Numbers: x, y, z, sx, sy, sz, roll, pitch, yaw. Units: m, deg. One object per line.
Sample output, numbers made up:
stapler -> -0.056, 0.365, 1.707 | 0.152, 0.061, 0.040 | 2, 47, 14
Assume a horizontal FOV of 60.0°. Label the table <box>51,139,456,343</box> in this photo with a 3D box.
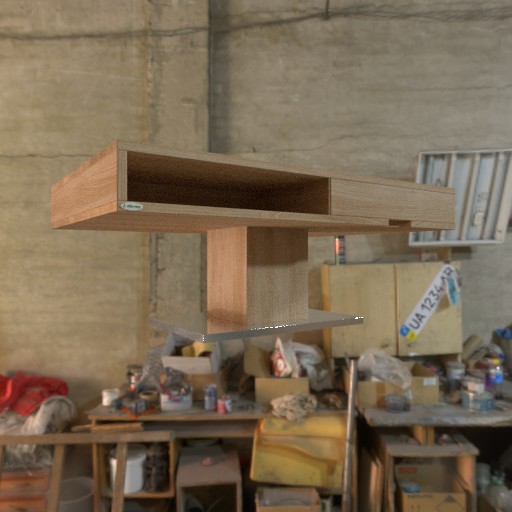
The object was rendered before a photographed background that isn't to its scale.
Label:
table -> 0.000, 0.000, 1.427 | 1.100, 0.440, 0.700 | 0, 0, -34
